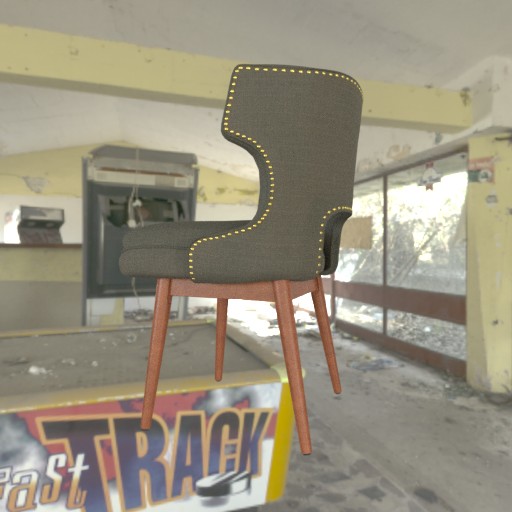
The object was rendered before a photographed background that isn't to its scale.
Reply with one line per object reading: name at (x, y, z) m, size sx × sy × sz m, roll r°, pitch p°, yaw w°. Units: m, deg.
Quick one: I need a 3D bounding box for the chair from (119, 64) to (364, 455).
chair at (0.000, 0.000, 1.235) m, size 0.581 × 0.863 × 0.595 m, roll 0°, pitch 0°, yaw 19°
